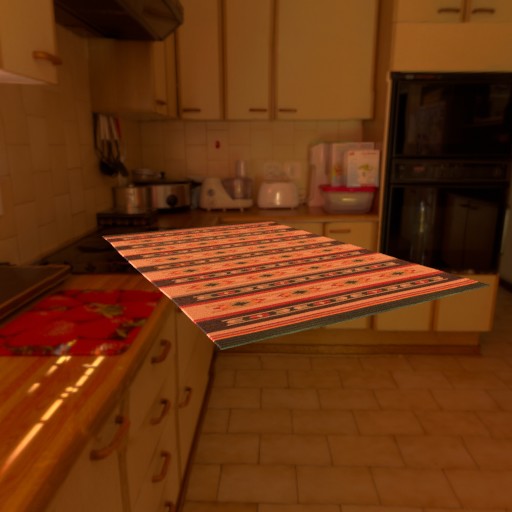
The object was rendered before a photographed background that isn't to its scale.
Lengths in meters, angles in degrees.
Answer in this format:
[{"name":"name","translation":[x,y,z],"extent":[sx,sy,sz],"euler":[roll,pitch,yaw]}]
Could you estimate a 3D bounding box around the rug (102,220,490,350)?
[{"name":"rug","translation":[0.000,0.000,2.319],"extent":[1.221,0.009,1.825],"euler":[-8,16,-28]}]
